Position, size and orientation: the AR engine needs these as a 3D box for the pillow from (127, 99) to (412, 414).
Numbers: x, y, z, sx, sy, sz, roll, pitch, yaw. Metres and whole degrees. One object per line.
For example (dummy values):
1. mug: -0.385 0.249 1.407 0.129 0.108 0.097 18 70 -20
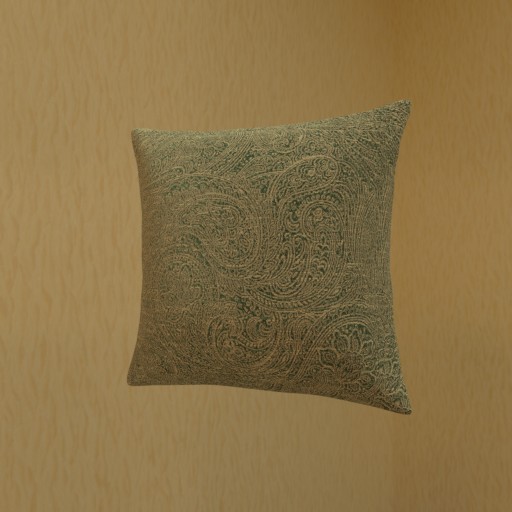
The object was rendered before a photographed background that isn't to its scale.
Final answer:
1. pillow: 0.000 0.000 0.793 0.526 0.507 0.166 0 0 18
